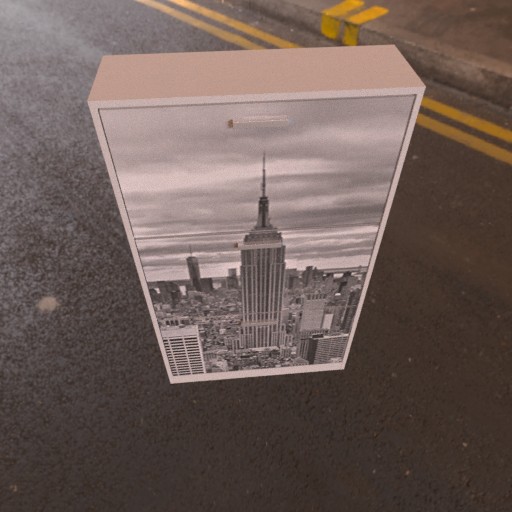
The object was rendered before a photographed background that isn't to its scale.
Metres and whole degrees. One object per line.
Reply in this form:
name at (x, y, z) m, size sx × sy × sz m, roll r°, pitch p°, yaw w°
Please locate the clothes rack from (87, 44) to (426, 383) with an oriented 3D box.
clothes rack at (0.000, 0.000, 1.519) m, size 0.750 × 1.280 × 0.250 m, roll -4°, pitch 47°, yaw -4°
